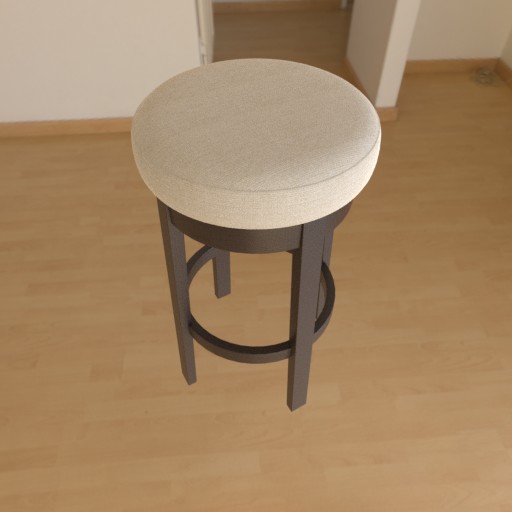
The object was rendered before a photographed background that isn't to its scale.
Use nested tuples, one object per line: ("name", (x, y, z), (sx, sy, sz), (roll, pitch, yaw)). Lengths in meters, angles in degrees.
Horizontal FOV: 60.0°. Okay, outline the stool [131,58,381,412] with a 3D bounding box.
("stool", (0.000, 0.000, 1.014), (0.446, 0.758, 0.446), (0, 47, 0))
